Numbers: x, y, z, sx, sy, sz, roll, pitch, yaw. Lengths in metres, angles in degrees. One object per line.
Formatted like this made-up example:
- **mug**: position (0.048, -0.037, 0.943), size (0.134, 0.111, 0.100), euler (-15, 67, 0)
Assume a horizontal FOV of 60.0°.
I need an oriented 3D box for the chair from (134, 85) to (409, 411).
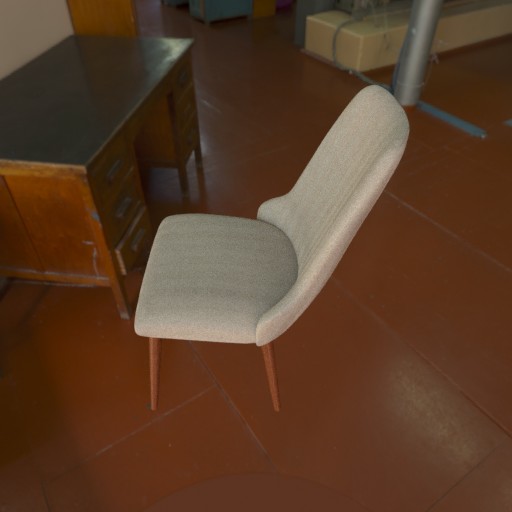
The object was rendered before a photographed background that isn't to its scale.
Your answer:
- **chair**: position (0.000, 0.000, 1.320), size (0.684, 0.917, 0.526), euler (0, 42, 0)
